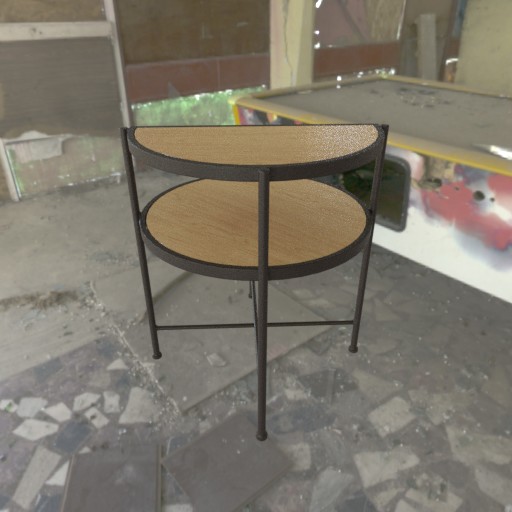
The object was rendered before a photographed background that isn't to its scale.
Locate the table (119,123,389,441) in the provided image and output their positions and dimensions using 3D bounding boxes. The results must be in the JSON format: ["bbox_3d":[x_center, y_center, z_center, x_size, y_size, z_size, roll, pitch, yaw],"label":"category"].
[{"bbox_3d":[0.000,0.000,1.185,0.629,0.684,0.628,-1,30,-2],"label":"table"}]
